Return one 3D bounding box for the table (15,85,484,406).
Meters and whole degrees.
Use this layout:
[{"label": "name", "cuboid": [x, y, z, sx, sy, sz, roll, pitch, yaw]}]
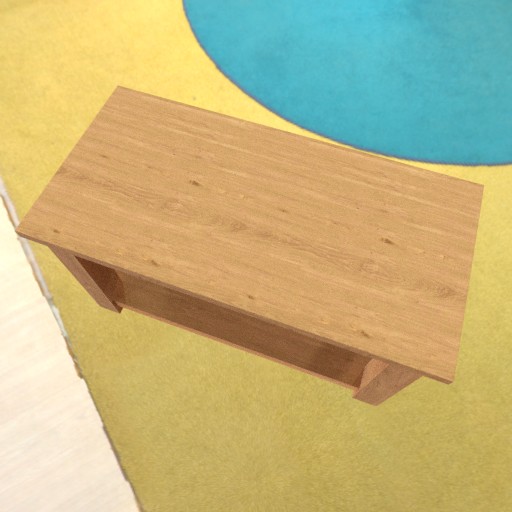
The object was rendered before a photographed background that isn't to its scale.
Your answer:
[{"label": "table", "cuboid": [0.000, 0.000, 1.143, 0.899, 0.452, 0.450, 18, 64, 9]}]
